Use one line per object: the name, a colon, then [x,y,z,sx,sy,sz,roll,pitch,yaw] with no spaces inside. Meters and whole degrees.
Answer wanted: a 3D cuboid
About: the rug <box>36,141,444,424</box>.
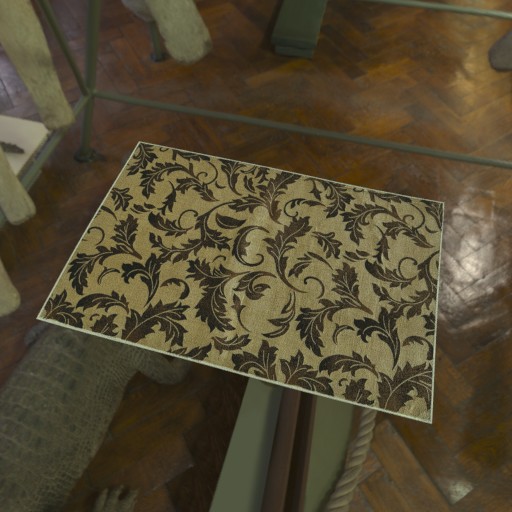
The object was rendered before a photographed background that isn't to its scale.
rug: [0.000,0.000,2.829,2.284,0.008,1.522,13,59,8]
